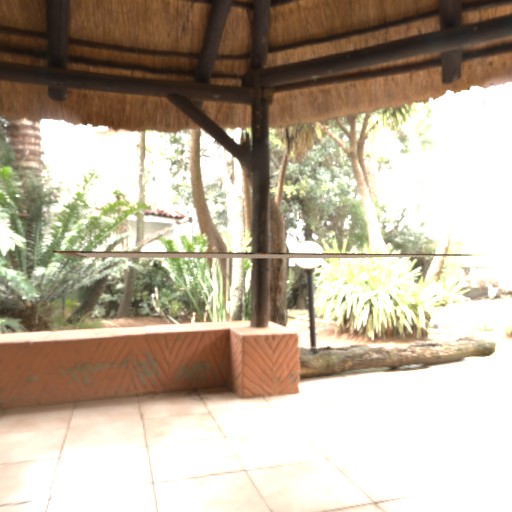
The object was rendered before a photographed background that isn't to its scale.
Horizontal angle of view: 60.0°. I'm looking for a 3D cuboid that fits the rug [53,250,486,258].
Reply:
[{"bbox_3d":[0.000,0.000,2.332,1.827,0.008,1.230,0,-1,-18],"label":"rug"}]
